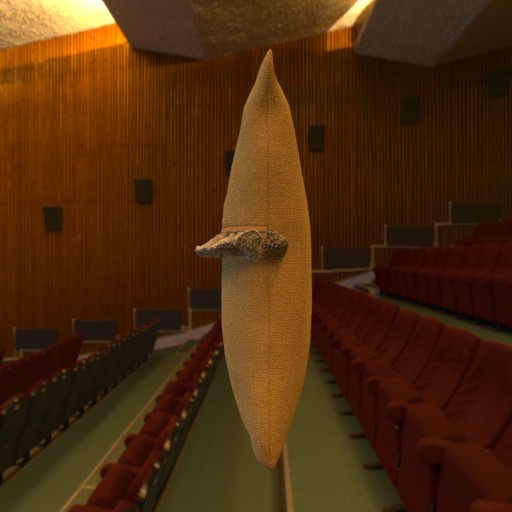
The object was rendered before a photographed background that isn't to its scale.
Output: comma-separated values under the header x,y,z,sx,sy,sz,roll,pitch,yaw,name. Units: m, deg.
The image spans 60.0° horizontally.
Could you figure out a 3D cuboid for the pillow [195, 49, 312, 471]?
x,y,z,sx,sy,sz,roll,pitch,yaw,name
0.000,0.000,0.734,0.167,0.481,0.485,0,1,0,pillow
